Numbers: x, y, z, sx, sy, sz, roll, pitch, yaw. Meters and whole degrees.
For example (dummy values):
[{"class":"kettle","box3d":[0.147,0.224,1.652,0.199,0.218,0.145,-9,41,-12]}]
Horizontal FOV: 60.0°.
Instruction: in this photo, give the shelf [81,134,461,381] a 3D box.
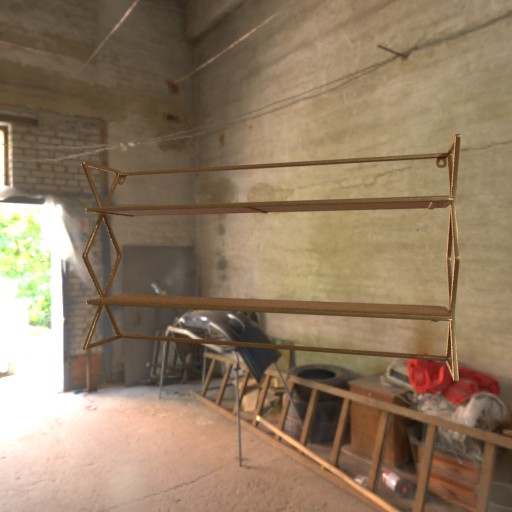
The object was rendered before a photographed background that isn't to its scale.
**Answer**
[{"class":"shelf","box3d":[0.000,0.000,0.999,0.822,0.450,0.150,0,1,18]}]
